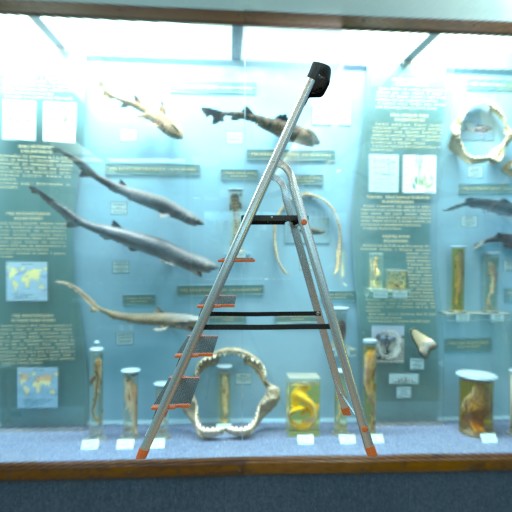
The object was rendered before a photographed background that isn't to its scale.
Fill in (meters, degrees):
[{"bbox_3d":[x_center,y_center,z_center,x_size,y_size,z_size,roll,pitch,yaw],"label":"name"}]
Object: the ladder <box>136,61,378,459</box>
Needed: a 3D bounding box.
[{"bbox_3d":[0.000,0.000,2.040,0.995,1.646,0.480,0,1,-2],"label":"ladder"}]
